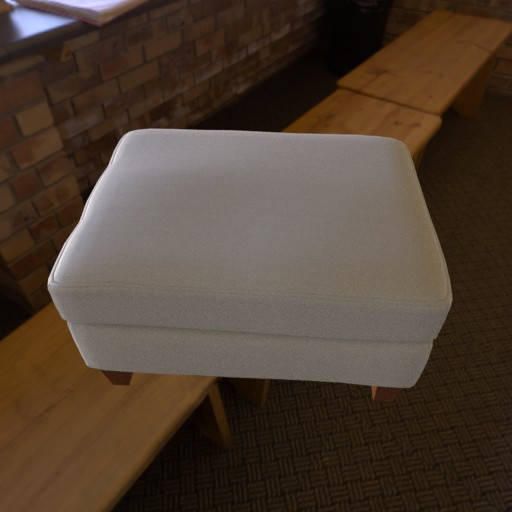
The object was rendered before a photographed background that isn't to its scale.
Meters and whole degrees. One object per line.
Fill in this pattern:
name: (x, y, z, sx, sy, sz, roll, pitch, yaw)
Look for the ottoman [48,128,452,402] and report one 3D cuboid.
ottoman: (0.000, 0.000, 1.202, 0.818, 0.496, 0.634, 3, 46, 3)
